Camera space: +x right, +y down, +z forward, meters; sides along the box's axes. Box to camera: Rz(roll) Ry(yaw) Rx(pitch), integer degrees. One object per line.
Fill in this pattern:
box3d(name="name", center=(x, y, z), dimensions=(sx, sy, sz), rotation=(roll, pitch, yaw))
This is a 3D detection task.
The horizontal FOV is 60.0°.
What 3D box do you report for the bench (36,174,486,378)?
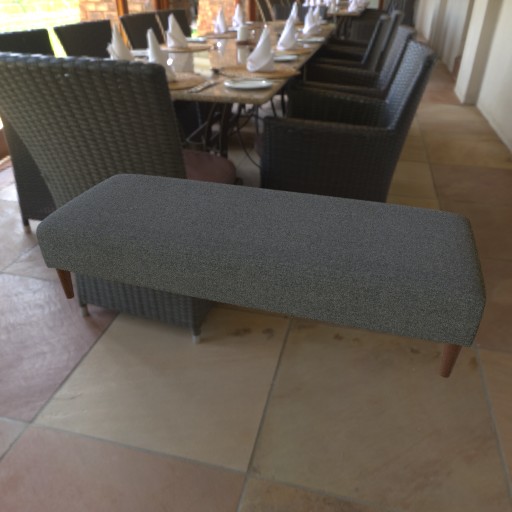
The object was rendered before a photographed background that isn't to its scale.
box3d(name="bench", center=(0.000, 0.000, 1.807), dimensions=(1.598, 0.384, 0.631), rotation=(9, 32, 15))
